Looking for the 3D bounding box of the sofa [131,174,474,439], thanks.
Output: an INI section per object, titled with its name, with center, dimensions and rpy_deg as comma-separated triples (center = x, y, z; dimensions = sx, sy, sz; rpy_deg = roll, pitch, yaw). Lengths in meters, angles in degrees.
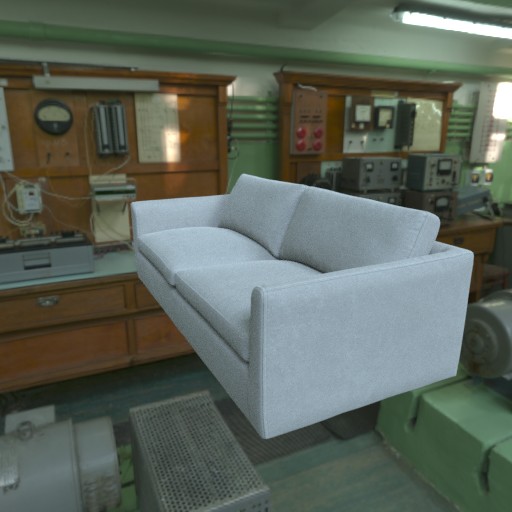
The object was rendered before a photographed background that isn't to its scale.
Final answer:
[sofa]
center = 0.000, 0.000, 2.763
dimensions = 1.090, 0.838, 2.588
rpy_deg = -8, 17, -25
